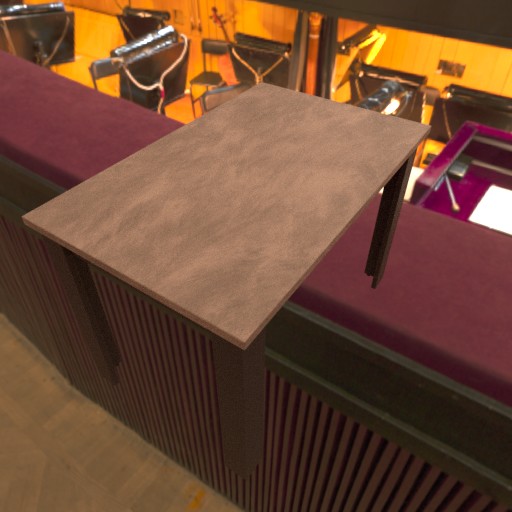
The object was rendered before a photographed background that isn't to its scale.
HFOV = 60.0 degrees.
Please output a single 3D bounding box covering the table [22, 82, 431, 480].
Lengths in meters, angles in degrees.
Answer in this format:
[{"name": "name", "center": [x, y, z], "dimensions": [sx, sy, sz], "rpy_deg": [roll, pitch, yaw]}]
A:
[{"name": "table", "center": [0.000, 0.000, 1.567], "dimensions": [0.700, 0.734, 1.100], "rpy_deg": [25, 48, 25]}]
